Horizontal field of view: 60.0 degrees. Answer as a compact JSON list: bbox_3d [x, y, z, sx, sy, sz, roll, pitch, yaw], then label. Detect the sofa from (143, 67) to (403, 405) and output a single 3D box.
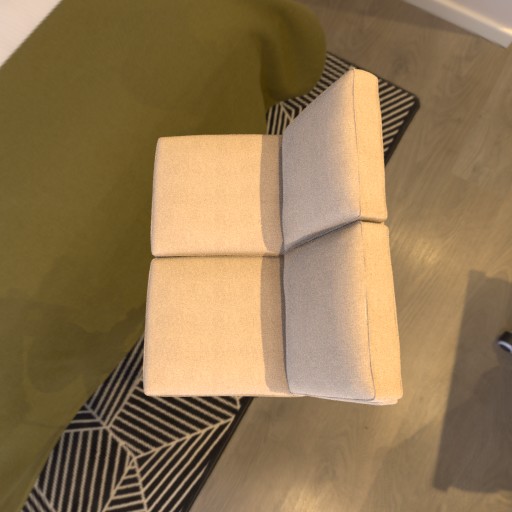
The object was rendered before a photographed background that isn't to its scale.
[{"bbox_3d":[0.000,0.000,1.990,0.978,1.006,1.232,0,76,0],"label":"sofa"}]
